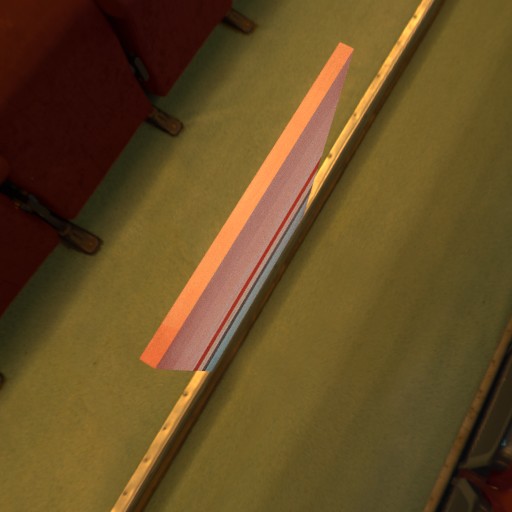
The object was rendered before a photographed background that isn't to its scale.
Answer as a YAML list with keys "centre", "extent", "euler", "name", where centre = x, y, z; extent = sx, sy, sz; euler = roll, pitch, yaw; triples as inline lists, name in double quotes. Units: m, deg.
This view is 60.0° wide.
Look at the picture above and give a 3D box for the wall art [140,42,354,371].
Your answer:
- centre: [0.000, 0.000, 1.349]
  extent: [0.039, 1.016, 0.761]
  euler: [29, 77, 7]
  name: "wall art"
